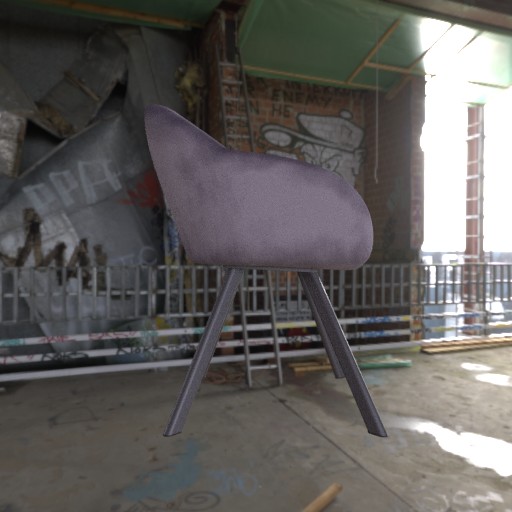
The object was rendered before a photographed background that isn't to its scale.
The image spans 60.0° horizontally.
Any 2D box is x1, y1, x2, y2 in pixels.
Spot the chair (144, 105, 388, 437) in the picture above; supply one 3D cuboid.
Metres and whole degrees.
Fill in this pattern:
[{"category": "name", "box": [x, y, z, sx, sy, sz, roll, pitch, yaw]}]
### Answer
[{"category": "chair", "box": [0.000, 0.000, 1.220, 0.590, 0.795, 0.550, 0, 1, 0]}]
